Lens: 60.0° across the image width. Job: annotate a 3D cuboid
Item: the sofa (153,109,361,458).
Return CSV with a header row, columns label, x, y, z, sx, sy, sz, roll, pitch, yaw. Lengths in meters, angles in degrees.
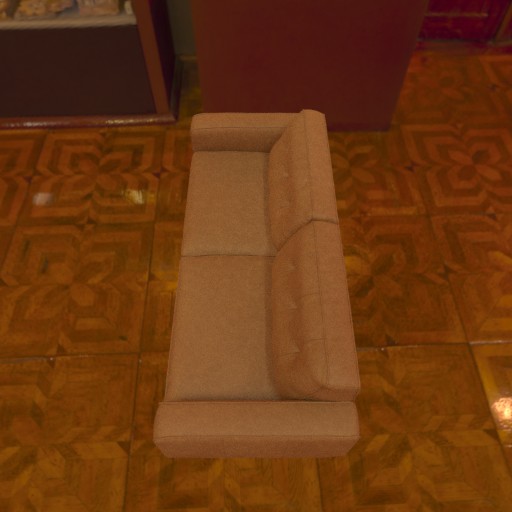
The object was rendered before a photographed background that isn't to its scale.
label,x,y,z,sx,sy,sz,roll,pitch,yaw
sofa,0.000,0.000,2.747,0.953,0.780,2.270,0,56,0
